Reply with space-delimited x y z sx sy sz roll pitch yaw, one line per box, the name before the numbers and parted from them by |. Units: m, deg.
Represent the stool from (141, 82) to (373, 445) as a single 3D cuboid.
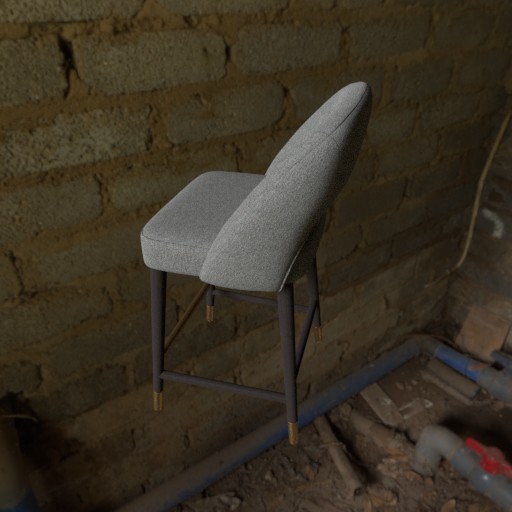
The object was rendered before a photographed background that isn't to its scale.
stool | 0.000 0.000 1.246 0.524 0.925 0.536 8 32 14
